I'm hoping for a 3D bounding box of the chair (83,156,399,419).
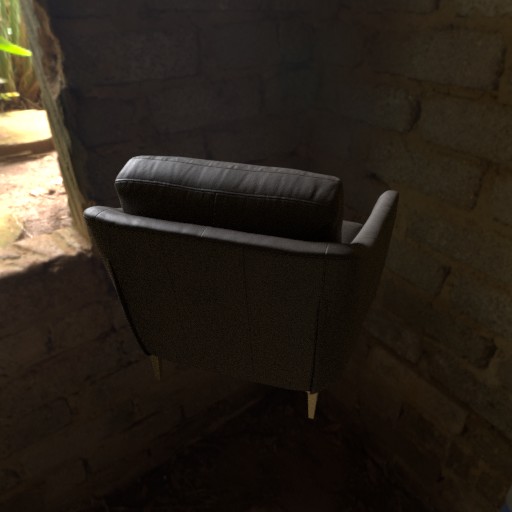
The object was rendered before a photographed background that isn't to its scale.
[{"bbox_3d":[0.000,0.000,1.700,0.988,0.901,0.961,9,33,15],"label":"chair"}]
